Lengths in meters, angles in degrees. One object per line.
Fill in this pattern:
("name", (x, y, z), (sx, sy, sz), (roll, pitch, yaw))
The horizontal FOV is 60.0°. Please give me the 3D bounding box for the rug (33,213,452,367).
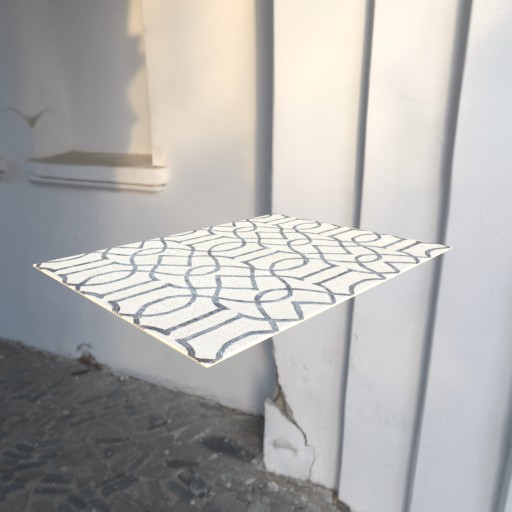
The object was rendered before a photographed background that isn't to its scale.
("rug", (0.000, 0.000, 3.828), (2.211, 0.021, 2.910), (16, 23, 42))
